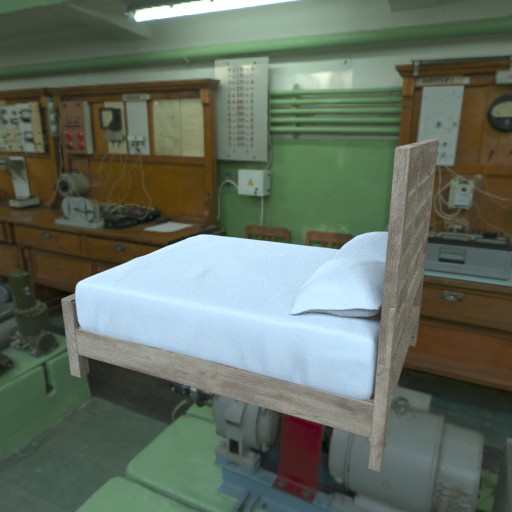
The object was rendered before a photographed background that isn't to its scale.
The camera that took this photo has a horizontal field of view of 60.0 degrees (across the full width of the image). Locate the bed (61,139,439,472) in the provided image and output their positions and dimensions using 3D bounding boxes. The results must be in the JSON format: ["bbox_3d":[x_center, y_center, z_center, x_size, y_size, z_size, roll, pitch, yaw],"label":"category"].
[{"bbox_3d":[0.000,0.000,3.214,2.197,1.626,1.626,8,18,24],"label":"bed"}]
